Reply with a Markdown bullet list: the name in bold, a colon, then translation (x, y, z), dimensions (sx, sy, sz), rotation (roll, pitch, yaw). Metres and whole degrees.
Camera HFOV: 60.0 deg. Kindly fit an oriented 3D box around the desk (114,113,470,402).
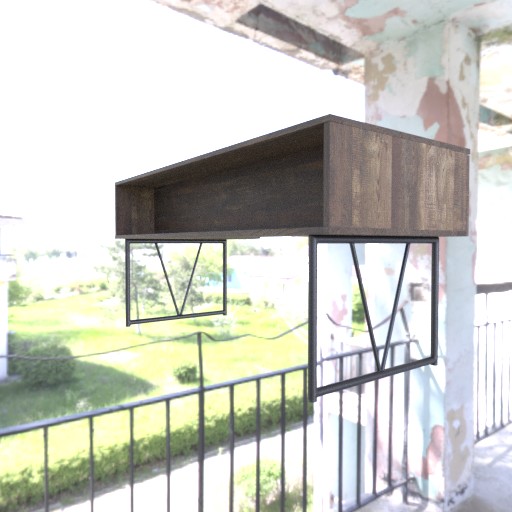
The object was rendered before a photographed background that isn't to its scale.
- **desk**: translation (0.000, 0.000, 2.006), dimensions (0.730, 0.780, 1.600), rotation (-1, 2, -37)
